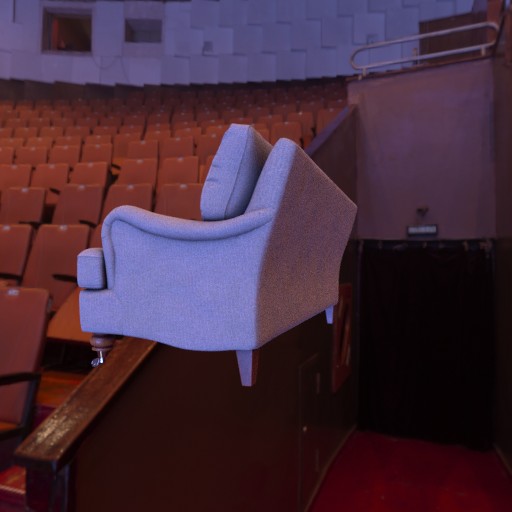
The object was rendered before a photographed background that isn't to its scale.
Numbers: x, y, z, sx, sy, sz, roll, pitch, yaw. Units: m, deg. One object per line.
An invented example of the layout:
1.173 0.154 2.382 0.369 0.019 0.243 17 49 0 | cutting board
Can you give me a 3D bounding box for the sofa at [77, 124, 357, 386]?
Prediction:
0.000 0.000 2.886 1.069 1.096 2.193 0 -1 19 | sofa
